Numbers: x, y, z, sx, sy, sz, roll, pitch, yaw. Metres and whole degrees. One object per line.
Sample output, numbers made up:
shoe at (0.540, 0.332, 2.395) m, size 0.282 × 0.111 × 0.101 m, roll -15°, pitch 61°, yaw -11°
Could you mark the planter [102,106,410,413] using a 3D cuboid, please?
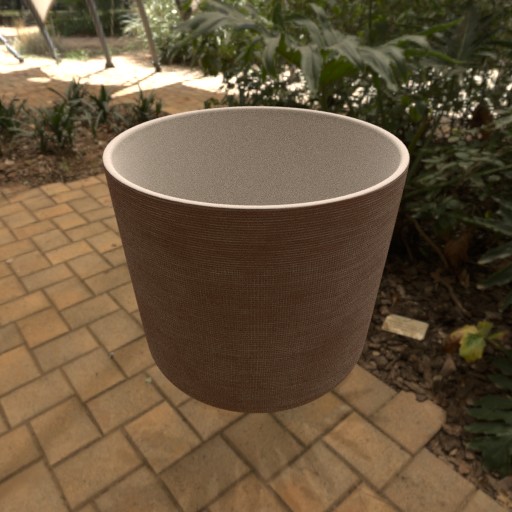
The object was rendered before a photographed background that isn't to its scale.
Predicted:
planter at (0.000, 0.000, 0.766) m, size 0.440 × 0.398 × 0.440 m, roll 0°, pitch 32°, yaw 0°
